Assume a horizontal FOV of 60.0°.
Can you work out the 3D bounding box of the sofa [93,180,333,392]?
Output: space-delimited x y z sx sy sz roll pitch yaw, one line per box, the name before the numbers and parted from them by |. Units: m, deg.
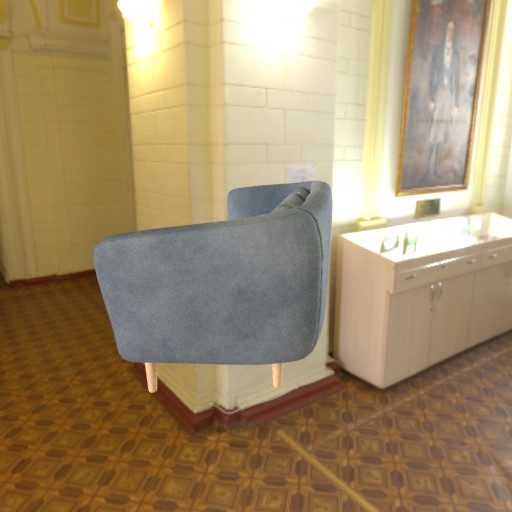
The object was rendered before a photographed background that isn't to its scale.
sofa | 0.000 0.000 2.558 0.849 0.795 2.095 2 14 10
